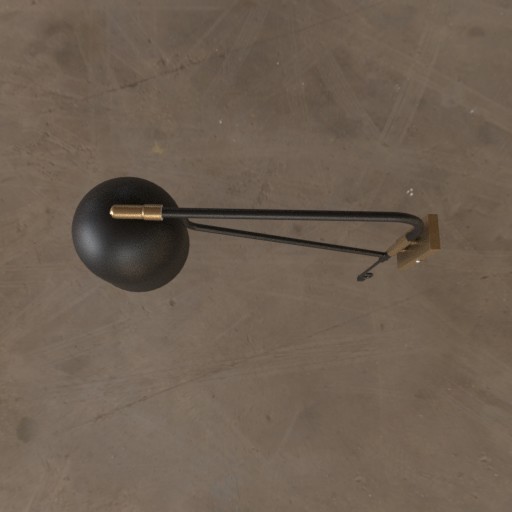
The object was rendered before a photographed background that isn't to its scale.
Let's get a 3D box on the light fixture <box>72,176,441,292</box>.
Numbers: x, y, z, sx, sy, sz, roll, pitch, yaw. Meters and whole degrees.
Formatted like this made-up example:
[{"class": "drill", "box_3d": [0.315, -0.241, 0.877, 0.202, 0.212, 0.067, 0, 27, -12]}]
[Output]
[{"class": "light fixture", "box_3d": [0.000, 0.000, 1.086, 0.720, 0.696, 0.215, 0, 77, 0]}]
